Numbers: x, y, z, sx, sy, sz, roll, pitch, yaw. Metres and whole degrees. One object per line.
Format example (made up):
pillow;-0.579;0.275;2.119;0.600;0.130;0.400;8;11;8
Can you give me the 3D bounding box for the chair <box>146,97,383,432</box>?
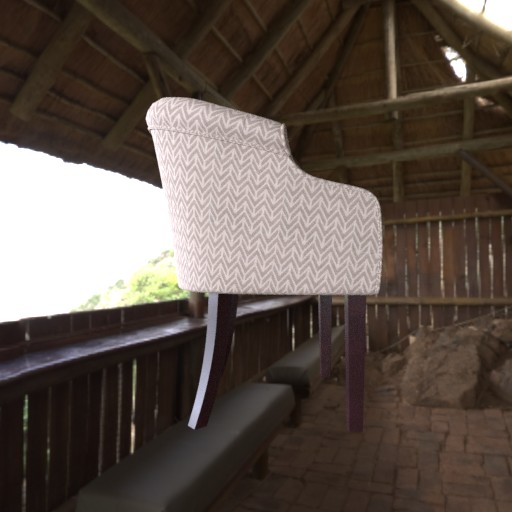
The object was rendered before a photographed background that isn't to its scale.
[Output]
chair;0.000;0.000;1.340;0.613;0.858;0.686;0;0;1
